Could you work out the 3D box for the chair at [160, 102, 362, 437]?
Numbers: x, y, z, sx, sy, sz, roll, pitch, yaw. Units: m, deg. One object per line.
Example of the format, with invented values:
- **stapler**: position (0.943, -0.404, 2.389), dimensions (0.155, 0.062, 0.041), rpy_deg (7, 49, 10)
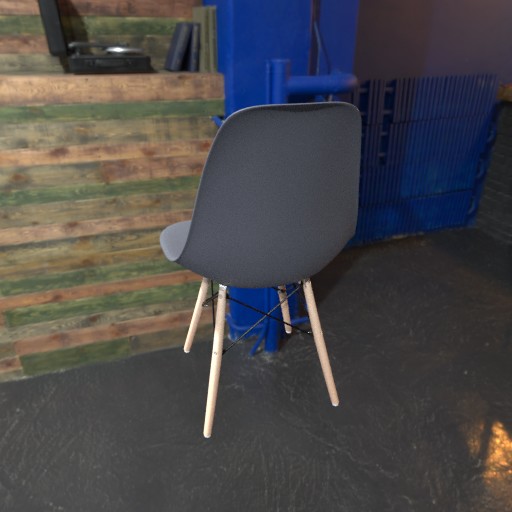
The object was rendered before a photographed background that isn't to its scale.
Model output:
- **chair**: position (0.000, 0.000, 1.154), dimensions (0.470, 0.826, 0.533), rpy_deg (-8, 28, -15)
